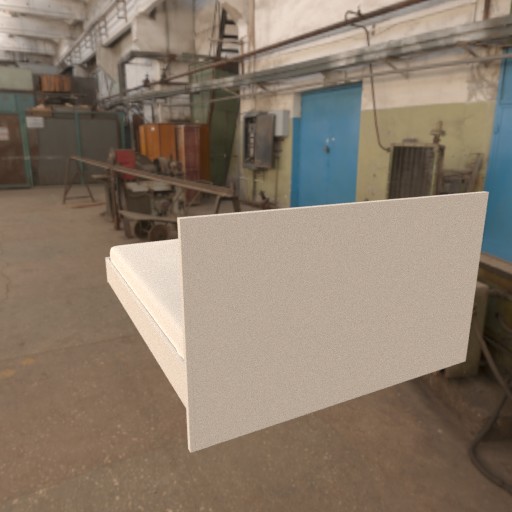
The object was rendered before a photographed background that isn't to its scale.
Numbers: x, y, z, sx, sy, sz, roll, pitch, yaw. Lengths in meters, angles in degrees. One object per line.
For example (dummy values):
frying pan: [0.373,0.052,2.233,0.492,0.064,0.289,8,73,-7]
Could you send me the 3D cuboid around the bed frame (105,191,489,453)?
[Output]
bed frame: [0.000,0.000,3.016,1.711,1.001,2.100,-8,17,-26]
